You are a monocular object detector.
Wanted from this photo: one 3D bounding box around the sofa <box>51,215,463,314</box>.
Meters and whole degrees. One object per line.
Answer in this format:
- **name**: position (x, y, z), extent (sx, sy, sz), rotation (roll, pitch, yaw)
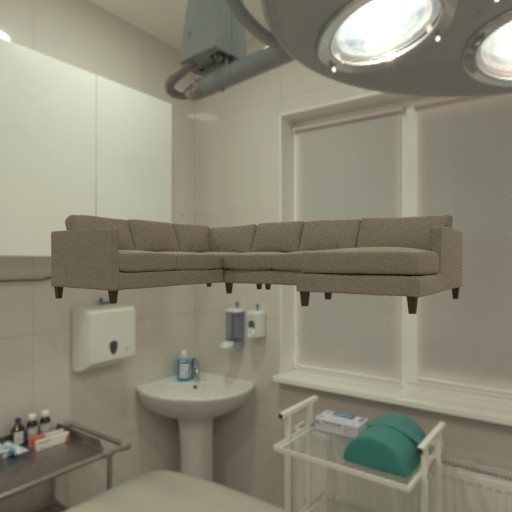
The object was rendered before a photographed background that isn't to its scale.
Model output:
- **sofa**: position (0.000, 0.000, 4.494), extent (3.438, 0.865, 2.424), rotation (0, 0, 36)
